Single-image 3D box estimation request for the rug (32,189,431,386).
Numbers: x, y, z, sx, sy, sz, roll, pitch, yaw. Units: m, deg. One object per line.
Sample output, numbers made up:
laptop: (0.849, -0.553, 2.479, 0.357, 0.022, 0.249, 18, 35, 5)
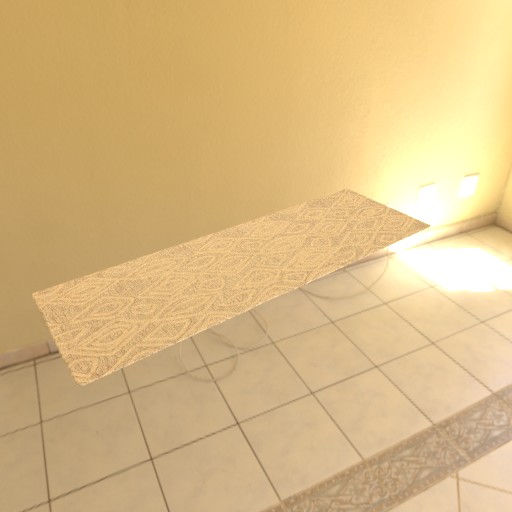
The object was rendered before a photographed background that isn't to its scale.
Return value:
rug: (0.000, 0.000, 2.732, 2.436, 0.013, 0.807, -21, 38, -30)
